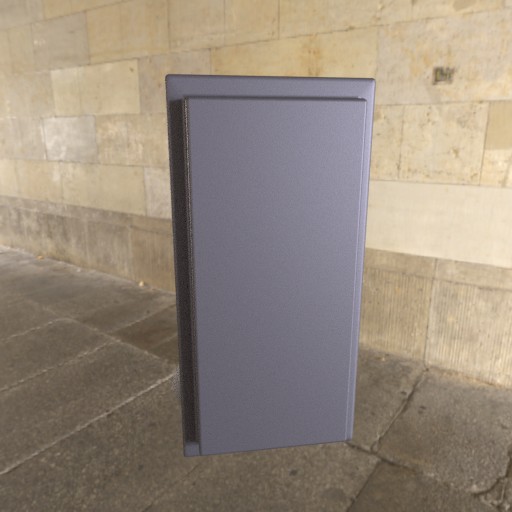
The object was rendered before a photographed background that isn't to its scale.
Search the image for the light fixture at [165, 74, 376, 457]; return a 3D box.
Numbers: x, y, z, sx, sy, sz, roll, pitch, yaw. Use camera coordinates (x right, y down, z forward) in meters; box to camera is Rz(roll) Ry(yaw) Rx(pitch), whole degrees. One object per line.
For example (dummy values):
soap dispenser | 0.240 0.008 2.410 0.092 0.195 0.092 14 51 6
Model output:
light fixture | 0.000 0.000 0.420 0.170 0.298 0.207 -2 15 -8
